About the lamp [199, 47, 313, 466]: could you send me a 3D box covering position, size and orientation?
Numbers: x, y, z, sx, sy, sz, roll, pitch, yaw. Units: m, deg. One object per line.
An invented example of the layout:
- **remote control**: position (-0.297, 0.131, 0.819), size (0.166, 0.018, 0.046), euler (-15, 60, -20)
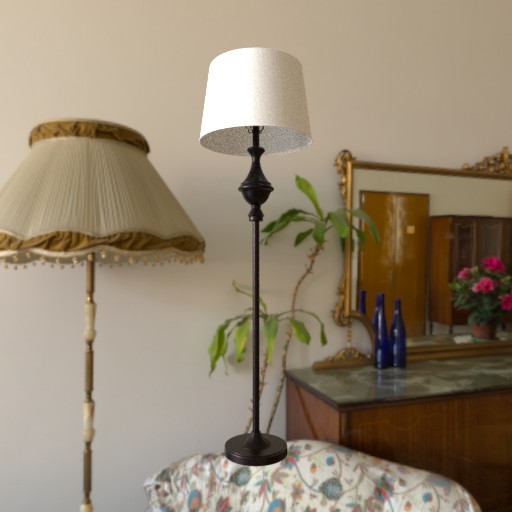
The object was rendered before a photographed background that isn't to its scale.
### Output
- **lamp**: position (0.000, 0.000, 1.691), size (0.431, 1.484, 0.431), euler (0, -1, 0)
